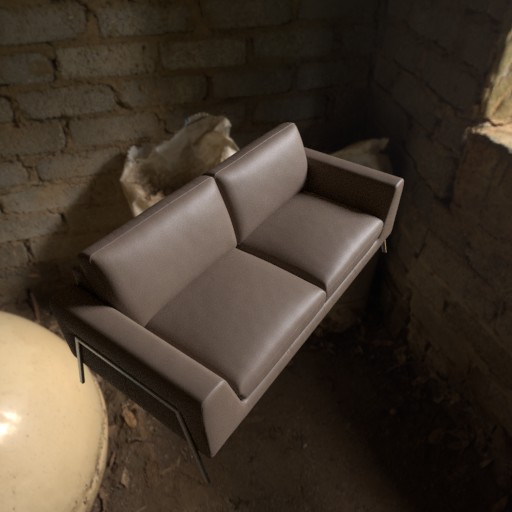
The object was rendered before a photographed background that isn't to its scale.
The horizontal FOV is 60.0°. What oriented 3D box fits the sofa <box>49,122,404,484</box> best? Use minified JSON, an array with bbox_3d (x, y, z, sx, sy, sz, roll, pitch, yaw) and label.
[{"bbox_3d":[0.000,0.000,2.558,0.953,0.875,2.017,25,47,26],"label":"sofa"}]
